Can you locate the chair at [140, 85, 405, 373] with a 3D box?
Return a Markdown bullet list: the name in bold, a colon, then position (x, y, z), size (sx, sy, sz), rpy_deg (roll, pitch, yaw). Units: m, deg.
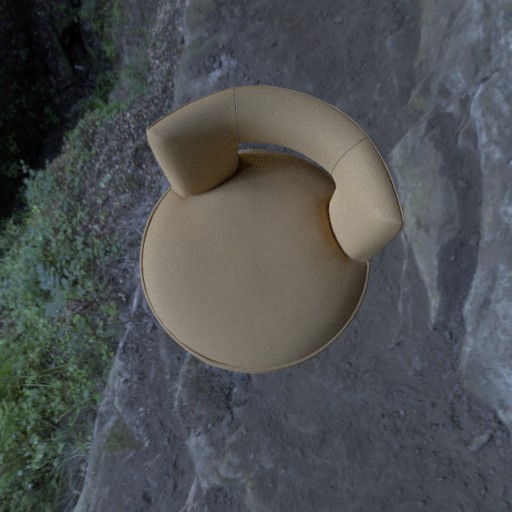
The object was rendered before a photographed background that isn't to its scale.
- **chair**: position (0.000, 0.000, 1.291), size (0.650, 0.723, 0.665), rpy_deg (21, 75, 6)
